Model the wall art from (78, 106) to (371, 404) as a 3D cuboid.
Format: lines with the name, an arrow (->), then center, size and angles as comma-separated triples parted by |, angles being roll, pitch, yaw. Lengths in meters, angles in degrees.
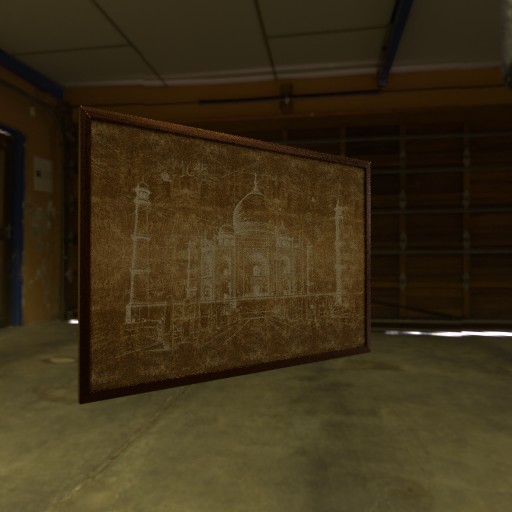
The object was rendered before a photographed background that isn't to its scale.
wall art -> 0.000, 0.000, 1.070 | 0.816, 0.559, 0.014 | 0, -1, -35
